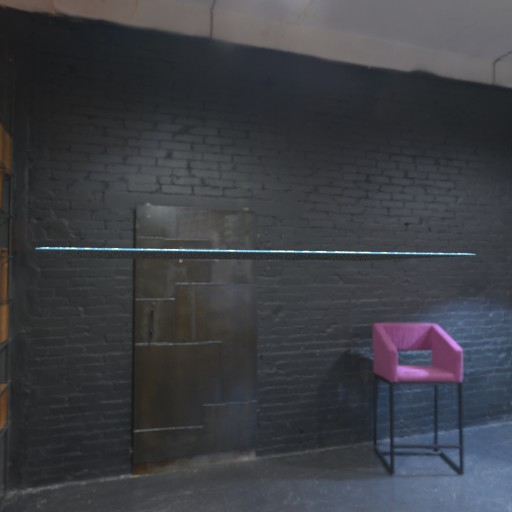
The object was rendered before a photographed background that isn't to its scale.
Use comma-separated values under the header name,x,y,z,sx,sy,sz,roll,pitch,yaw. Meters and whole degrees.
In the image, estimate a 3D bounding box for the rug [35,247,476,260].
name,x,y,z,sx,sy,sz,roll,pitch,yaw
rug,0.000,0.000,1.461,1.219,0.007,0.604,1,-2,-17
